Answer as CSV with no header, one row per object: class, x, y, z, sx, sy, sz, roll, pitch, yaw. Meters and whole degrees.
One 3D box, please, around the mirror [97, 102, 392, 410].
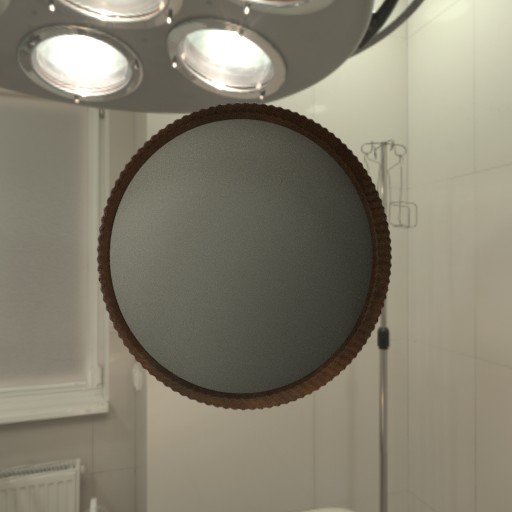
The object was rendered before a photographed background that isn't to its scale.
mirror,0.000,0.000,0.902,0.609,0.609,0.056,0,0,-18
